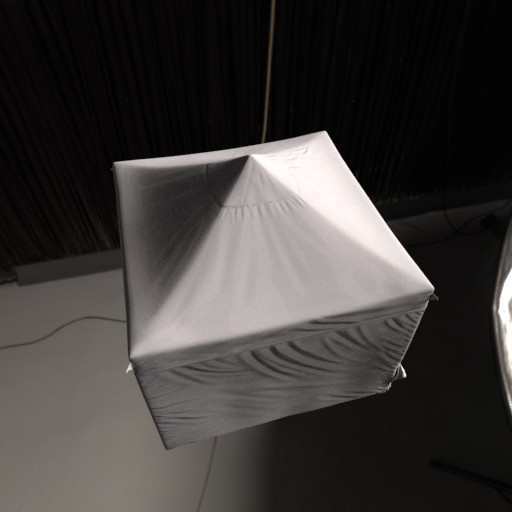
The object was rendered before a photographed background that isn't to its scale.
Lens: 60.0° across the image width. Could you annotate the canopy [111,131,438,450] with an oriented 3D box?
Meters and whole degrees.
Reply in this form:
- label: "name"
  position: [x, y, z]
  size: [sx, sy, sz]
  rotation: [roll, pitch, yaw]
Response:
- label: "canopy"
  position: [0.000, 0.000, 5.474]
  size: [3.121, 2.997, 3.043]
  rotation: [-11, 48, -10]
